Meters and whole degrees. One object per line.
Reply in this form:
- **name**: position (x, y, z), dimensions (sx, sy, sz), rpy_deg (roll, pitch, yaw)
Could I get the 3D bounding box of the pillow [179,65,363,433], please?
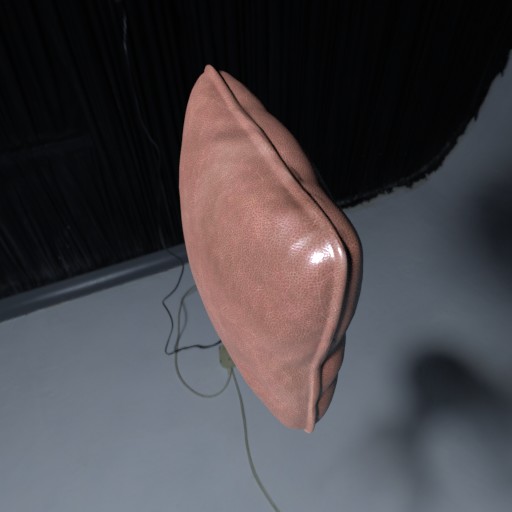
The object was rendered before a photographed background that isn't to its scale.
- **pillow**: position (0.000, 0.000, 0.827), dimensions (0.236, 0.523, 0.532), rpy_deg (-16, 49, -15)
